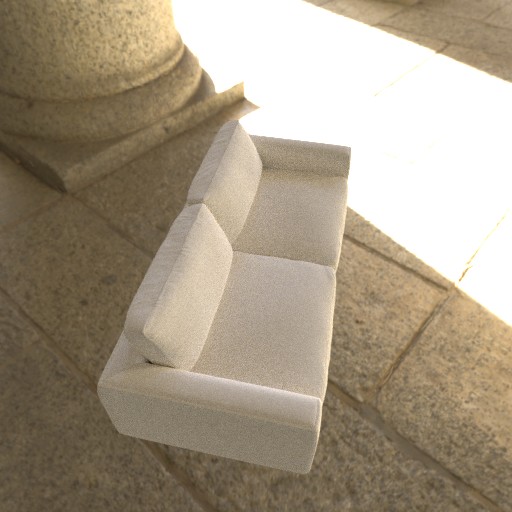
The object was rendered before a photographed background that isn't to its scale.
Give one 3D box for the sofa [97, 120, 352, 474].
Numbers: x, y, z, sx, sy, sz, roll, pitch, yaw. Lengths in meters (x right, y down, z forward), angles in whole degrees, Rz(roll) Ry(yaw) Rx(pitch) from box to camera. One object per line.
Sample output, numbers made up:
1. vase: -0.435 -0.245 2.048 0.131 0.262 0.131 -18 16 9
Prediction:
1. sofa: 0.000 0.000 2.814 1.070 0.801 2.262 9 48 8
